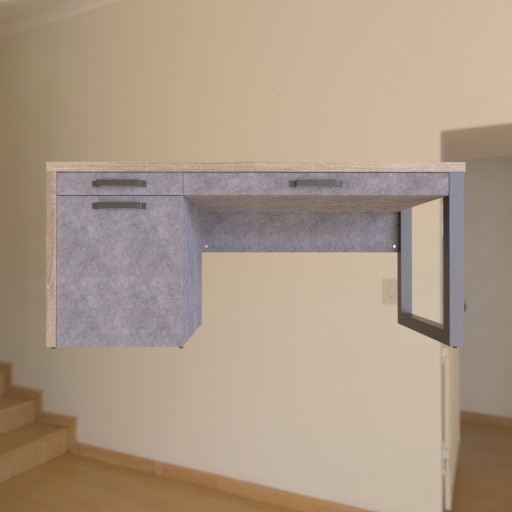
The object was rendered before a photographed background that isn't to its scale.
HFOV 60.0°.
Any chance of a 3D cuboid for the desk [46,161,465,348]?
[{"bbox_3d":[0.000,0.000,2.114,1.700,0.760,0.690,0,0,0],"label":"desk"}]
